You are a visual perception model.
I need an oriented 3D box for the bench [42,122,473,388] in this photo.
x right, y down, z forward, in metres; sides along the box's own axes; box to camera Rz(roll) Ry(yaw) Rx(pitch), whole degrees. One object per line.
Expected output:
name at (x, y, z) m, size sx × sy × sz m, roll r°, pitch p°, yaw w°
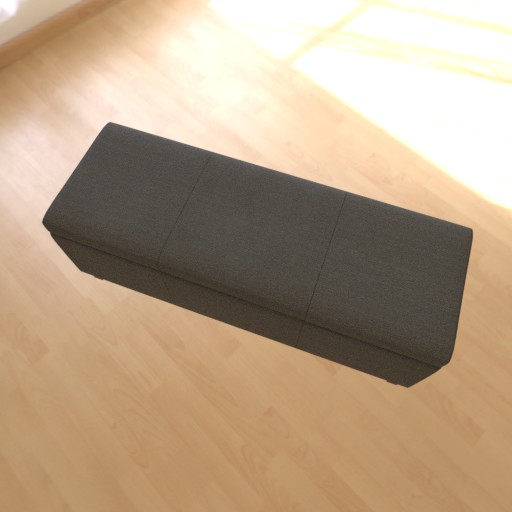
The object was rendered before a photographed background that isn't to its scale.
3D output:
bench at (0.000, 0.000, 1.521) m, size 1.269 × 0.438 × 0.446 m, roll 18°, pitch 65°, yaw 9°
